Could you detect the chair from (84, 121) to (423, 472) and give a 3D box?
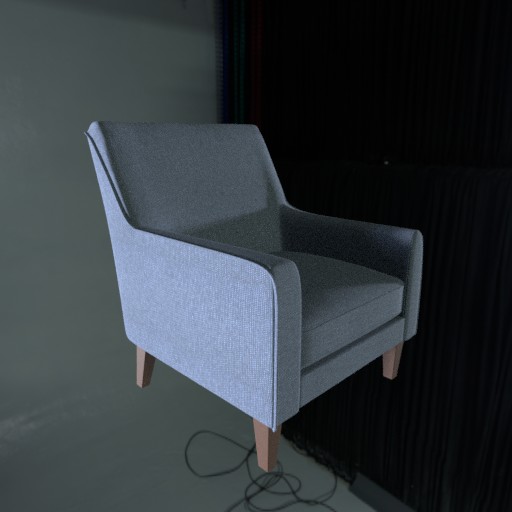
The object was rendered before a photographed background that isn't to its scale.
[{"bbox_3d":[0.000,0.000,1.570,0.780,0.919,0.899,-15,21,-43],"label":"chair"}]
